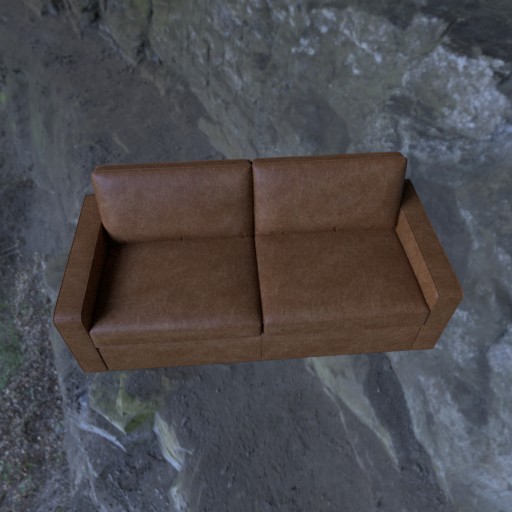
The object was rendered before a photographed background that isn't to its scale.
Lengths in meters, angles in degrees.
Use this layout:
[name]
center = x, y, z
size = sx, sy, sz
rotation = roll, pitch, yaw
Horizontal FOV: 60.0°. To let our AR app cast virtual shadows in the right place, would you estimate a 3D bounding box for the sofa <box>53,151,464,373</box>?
[sofa]
center = 0.000, 0.000, 2.651
size = 2.156, 0.928, 0.991
rotation = -3, 49, -3
